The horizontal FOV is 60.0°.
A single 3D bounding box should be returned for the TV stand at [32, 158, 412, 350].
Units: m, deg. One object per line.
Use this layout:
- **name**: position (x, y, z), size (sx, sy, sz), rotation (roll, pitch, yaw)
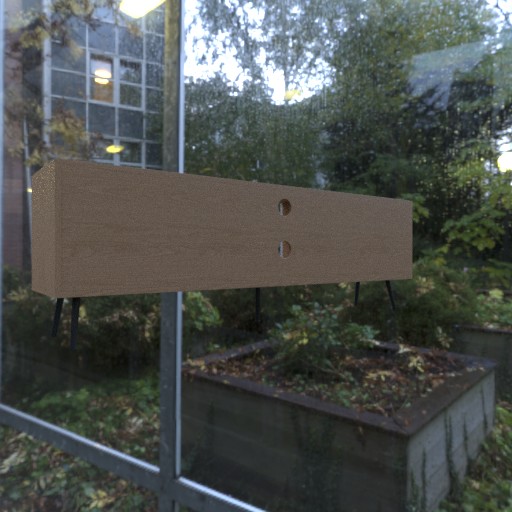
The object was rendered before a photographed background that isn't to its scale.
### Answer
- **TV stand**: position (0.000, 0.000, 1.985), size (1.760, 0.580, 0.400), rotation (0, 0, -36)
